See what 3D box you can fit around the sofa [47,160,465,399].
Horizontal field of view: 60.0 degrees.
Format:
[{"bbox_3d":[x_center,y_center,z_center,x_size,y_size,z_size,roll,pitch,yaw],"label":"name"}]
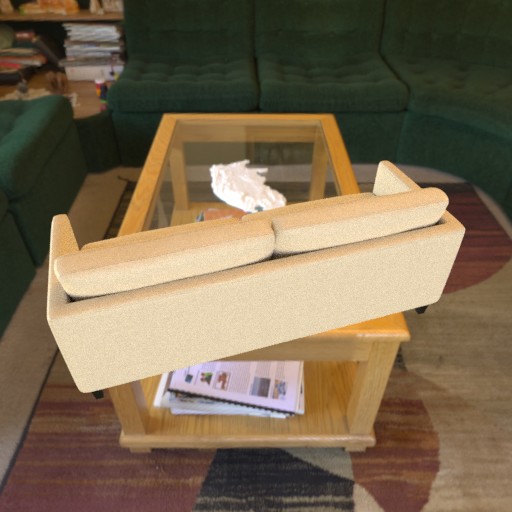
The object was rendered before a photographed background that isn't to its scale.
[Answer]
[{"bbox_3d":[0.000,0.000,2.921,2.434,0.965,0.948,-12,42,-14],"label":"sofa"}]
